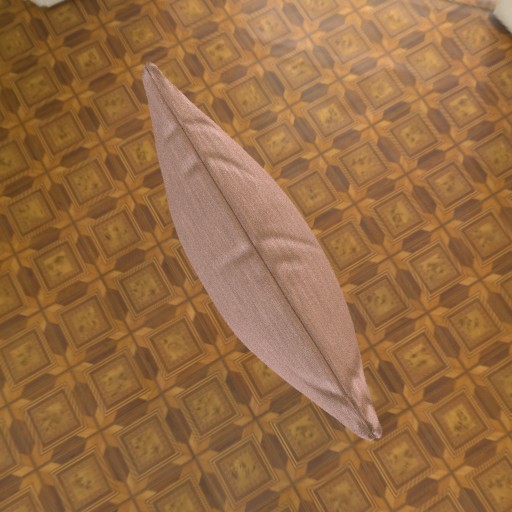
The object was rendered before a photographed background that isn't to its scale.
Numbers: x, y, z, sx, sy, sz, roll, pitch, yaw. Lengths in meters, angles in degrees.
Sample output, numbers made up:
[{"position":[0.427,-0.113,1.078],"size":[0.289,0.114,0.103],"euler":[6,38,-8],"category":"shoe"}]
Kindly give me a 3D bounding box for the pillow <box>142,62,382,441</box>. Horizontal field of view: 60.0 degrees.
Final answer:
[{"position":[0.000,0.000,0.779],"size":[0.210,0.338,0.633],"euler":[-30,80,-6],"category":"pillow"}]
